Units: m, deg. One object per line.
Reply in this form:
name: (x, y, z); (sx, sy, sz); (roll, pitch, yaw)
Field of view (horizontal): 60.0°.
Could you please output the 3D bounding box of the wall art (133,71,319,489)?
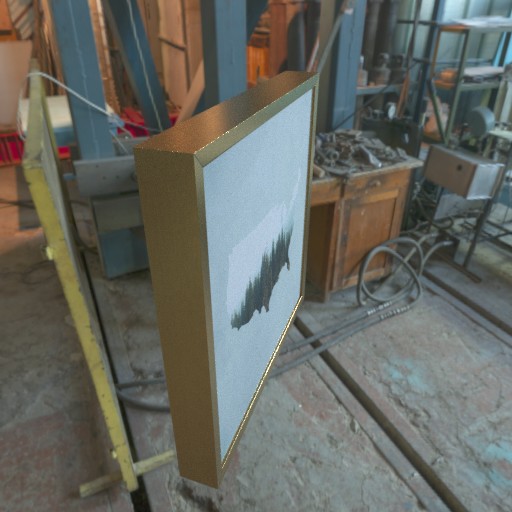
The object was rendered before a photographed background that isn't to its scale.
wall art: (0.000, 0.000, 0.444); (0.038, 0.304, 0.304); (10, 32, 17)
